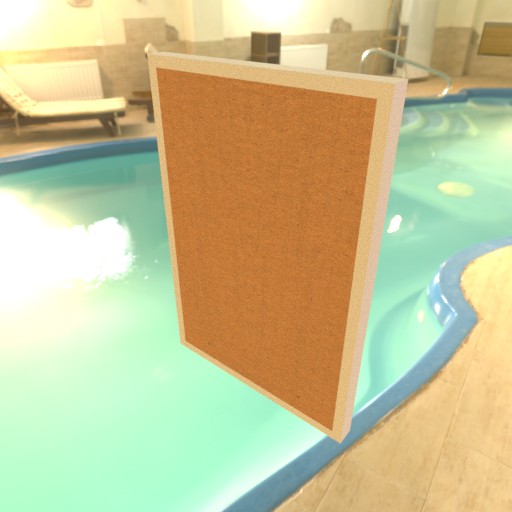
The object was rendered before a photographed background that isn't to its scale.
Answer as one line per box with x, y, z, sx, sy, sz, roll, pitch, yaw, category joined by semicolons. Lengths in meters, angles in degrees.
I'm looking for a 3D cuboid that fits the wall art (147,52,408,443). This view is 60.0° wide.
0.000;0.000;0.534;0.293;0.428;0.025;23;38;33;wall art
